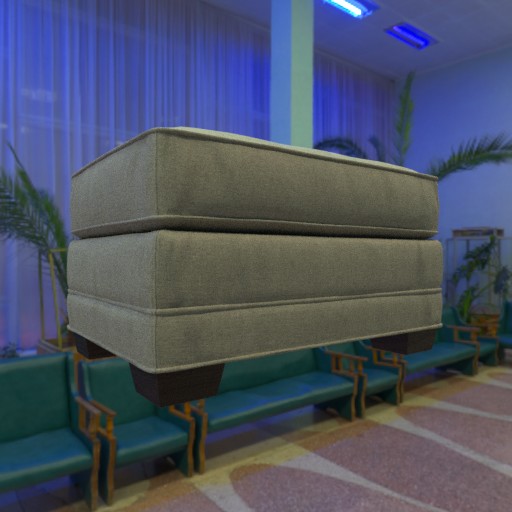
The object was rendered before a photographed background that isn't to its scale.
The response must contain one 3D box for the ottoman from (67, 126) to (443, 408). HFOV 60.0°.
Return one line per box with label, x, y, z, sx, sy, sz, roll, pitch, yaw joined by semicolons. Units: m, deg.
ottoman;0.000;0.000;1.186;0.848;0.508;0.611;0;0;-36
